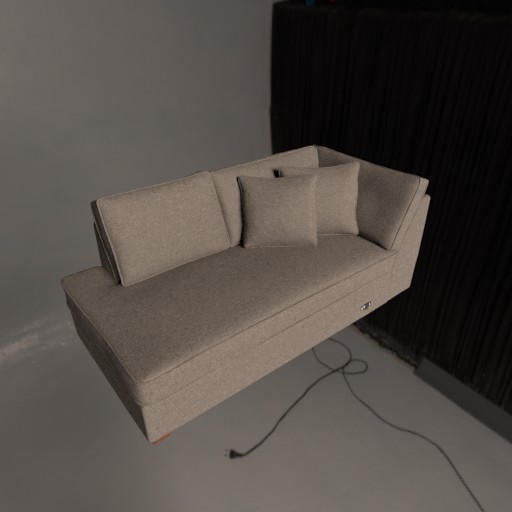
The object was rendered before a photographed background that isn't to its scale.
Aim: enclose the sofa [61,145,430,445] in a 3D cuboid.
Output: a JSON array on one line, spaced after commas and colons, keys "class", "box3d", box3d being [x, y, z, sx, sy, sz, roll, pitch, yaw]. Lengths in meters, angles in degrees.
[{"class": "sofa", "box3d": [0.000, 0.000, 2.928, 2.237, 1.033, 1.110, -22, 38, -32]}]
